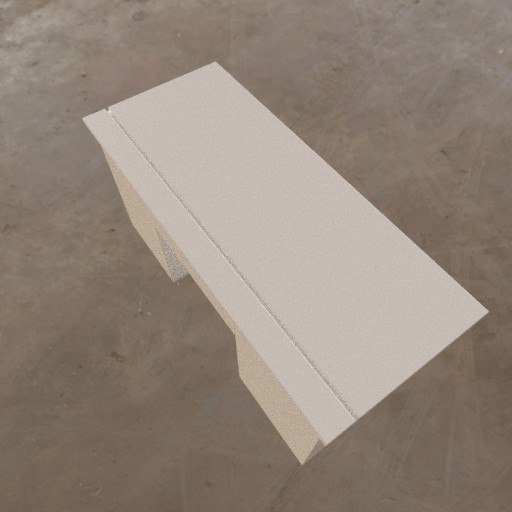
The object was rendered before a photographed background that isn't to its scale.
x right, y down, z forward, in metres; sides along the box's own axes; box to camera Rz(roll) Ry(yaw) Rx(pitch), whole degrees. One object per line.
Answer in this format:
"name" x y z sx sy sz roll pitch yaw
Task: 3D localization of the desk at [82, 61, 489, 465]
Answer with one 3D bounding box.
"desk" 0.000 0.000 1.951 0.670 0.760 1.580 -31 63 -18
